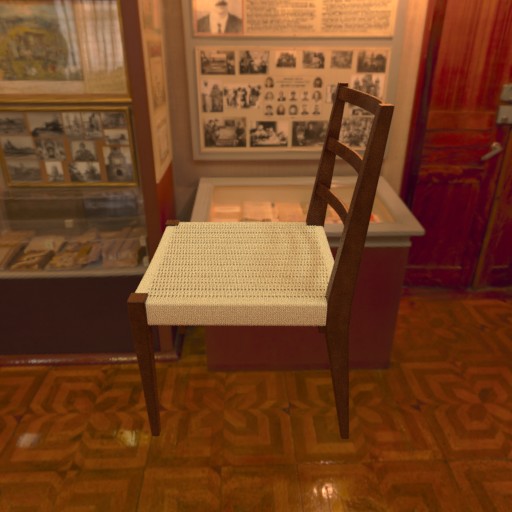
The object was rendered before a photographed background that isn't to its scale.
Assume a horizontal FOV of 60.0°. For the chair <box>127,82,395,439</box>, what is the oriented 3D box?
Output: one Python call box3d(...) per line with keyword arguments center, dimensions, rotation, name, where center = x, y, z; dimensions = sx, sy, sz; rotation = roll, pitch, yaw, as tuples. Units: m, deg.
box3d(center=(0.000, 0.000, 1.162), dimensions=(0.551, 0.813, 0.480), rotation=(0, 26, 0), name="chair")
